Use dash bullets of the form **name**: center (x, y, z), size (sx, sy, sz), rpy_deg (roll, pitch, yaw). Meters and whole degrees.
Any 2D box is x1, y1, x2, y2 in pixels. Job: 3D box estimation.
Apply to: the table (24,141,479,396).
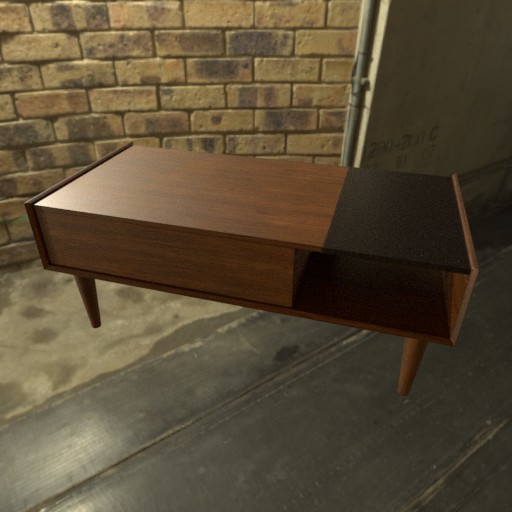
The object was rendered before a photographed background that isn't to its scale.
- **table**: center (0.000, 0.000, 1.518), size (1.221, 0.508, 0.610), rpy_deg (9, 33, 14)
